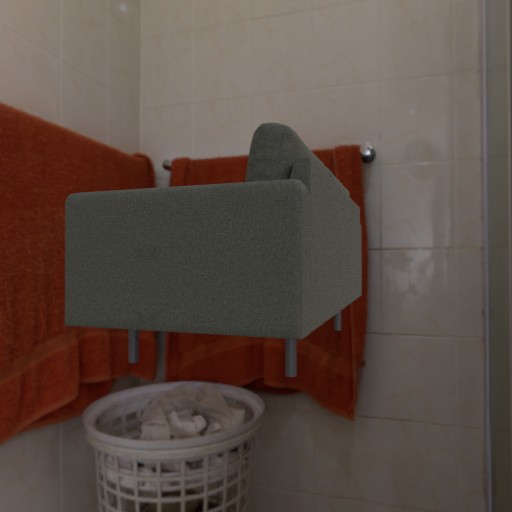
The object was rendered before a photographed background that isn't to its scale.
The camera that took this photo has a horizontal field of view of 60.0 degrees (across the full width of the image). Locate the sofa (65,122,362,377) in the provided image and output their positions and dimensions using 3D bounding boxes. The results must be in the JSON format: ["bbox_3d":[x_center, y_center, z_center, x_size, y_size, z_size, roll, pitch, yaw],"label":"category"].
[{"bbox_3d":[0.000,0.000,2.266,0.889,0.897,1.730,0,-1,19],"label":"sofa"}]
